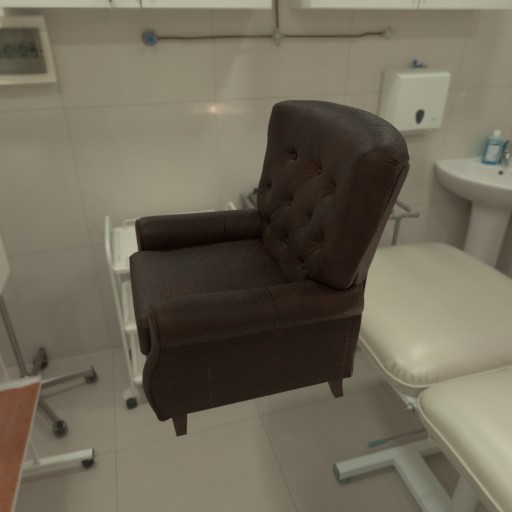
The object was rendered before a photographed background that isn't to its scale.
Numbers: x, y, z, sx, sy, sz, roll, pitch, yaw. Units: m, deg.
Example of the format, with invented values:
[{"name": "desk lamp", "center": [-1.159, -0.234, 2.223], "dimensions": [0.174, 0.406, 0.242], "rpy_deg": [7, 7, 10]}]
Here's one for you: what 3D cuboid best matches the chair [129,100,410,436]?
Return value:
[{"name": "chair", "center": [0.000, 0.000, 1.882], "dimensions": [1.058, 1.158, 0.948], "rpy_deg": [-8, 30, -15]}]
